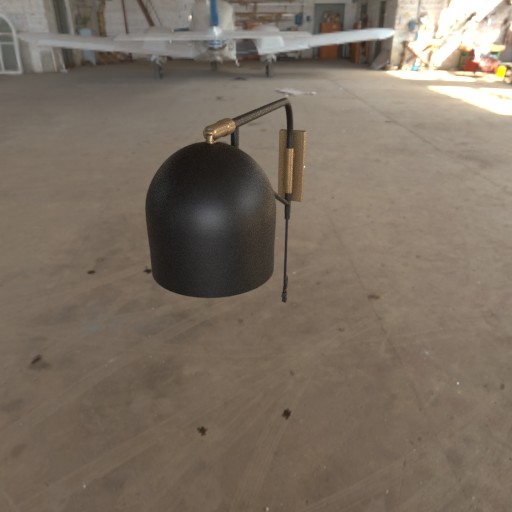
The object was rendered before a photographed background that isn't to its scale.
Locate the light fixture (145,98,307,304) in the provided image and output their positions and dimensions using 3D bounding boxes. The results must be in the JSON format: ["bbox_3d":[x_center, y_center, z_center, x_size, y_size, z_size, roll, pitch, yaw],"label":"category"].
[{"bbox_3d":[0.000,0.000,1.046,0.215,0.696,0.720,8,29,15],"label":"light fixture"}]
